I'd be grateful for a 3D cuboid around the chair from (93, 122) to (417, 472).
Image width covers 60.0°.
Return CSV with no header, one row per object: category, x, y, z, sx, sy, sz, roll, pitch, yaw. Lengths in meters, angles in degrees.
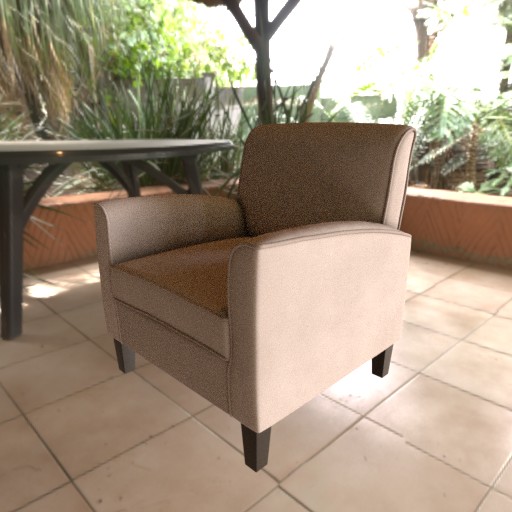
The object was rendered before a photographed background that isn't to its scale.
chair,0.000,0.000,1.578,0.820,0.915,0.820,-16,23,-43
